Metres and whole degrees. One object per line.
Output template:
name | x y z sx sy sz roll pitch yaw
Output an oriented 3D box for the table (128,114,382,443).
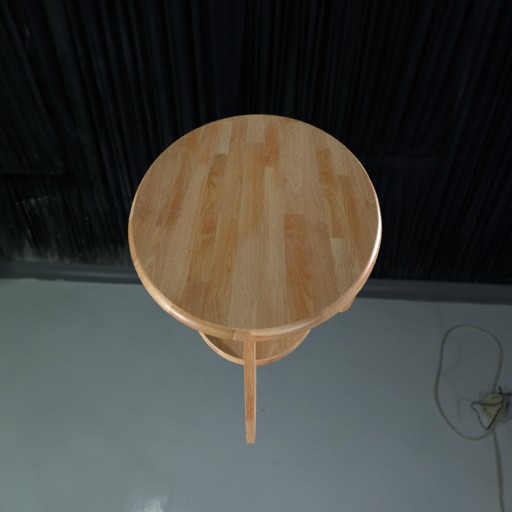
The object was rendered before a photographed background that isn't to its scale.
table | 0.000 0.000 1.397 0.690 0.490 1.040 1 41 1
